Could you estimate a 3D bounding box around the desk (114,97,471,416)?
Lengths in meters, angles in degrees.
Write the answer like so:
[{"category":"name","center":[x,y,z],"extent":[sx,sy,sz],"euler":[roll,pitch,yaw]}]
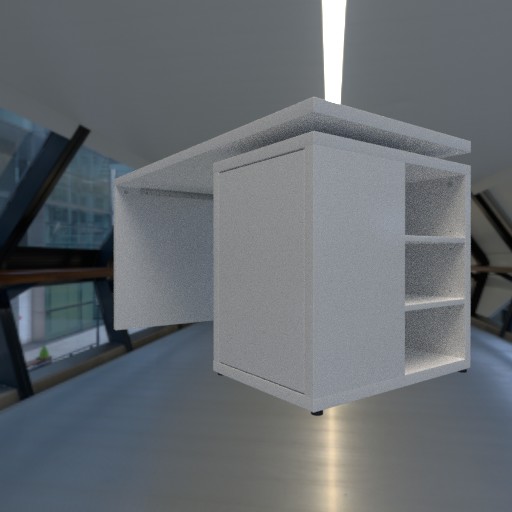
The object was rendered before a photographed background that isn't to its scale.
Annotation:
[{"category":"desk","center":[0.000,0.000,1.789],"extent":[0.690,0.740,1.400],"euler":[0,0,-36]}]
